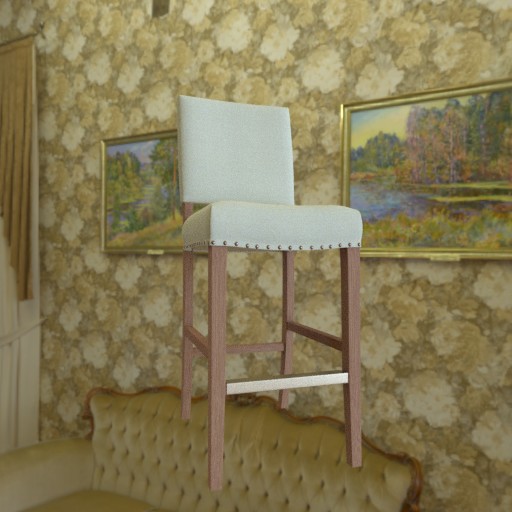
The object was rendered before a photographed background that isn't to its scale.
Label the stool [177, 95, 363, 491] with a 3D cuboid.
[{"bbox_3d":[0.000,0.000,1.430,0.445,1.168,0.584,0,-1,-18],"label":"stool"}]
